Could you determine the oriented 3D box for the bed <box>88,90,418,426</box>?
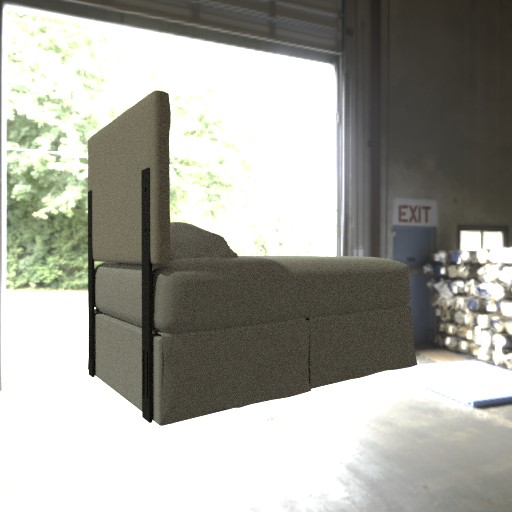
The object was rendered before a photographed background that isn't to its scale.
[{"bbox_3d":[0.000,0.000,3.081,1.997,1.571,1.261,0,1,-36],"label":"bed"}]
